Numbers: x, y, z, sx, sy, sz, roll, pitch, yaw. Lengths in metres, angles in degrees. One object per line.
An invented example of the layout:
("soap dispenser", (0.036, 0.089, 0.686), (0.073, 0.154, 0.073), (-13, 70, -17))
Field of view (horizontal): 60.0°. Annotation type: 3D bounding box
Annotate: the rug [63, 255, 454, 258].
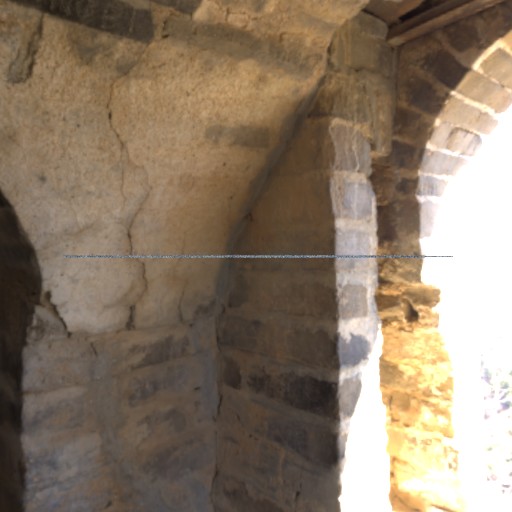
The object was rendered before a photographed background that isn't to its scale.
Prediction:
("rug", (0.000, 0.000, 2.171), (1.142, 0.006, 1.752), (0, 0, -1))
